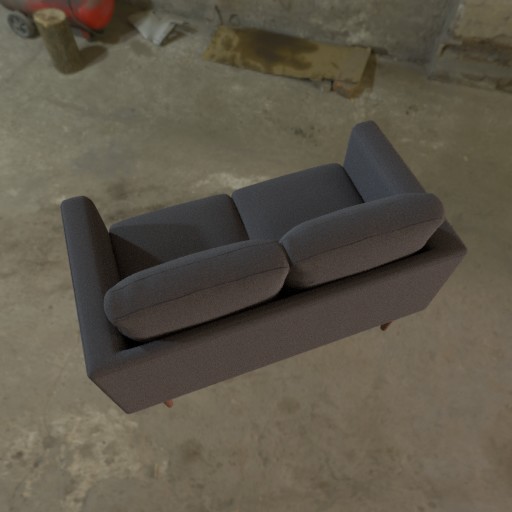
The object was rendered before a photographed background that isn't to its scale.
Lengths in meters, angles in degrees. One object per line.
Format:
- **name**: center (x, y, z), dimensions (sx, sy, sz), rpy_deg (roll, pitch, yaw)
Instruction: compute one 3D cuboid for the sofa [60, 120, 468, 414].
- **sofa**: center (0.000, 0.000, 1.926), dimensions (1.430, 0.908, 0.796), rpy_deg (-17, 60, -10)
